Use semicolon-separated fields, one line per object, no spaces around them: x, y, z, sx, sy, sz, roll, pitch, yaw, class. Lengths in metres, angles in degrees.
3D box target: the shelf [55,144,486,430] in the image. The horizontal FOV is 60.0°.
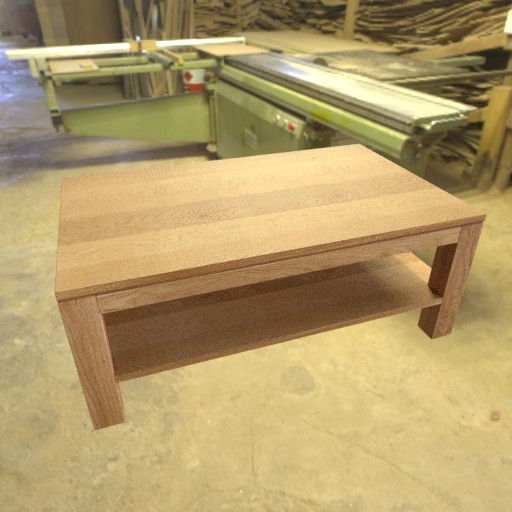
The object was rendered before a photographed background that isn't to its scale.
0.000;0.000;1.501;1.150;0.450;0.700;-10;33;-16;shelf
